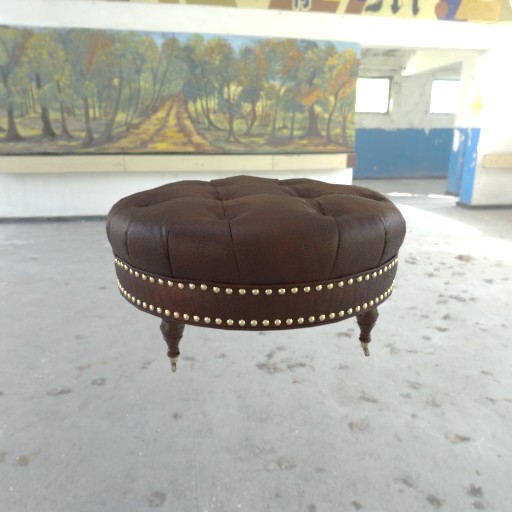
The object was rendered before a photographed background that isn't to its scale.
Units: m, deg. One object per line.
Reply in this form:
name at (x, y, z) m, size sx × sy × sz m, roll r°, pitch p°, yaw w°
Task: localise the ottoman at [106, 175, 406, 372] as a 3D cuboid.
ottoman at (0.000, 0.000, 1.404) m, size 0.901 × 0.455 × 0.901 m, roll 0°, pitch 16°, yaw 0°
